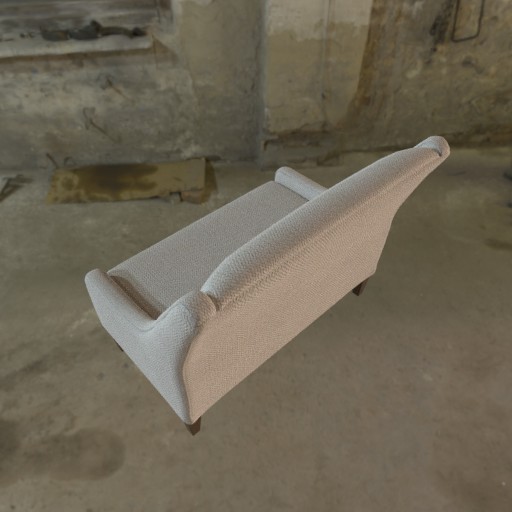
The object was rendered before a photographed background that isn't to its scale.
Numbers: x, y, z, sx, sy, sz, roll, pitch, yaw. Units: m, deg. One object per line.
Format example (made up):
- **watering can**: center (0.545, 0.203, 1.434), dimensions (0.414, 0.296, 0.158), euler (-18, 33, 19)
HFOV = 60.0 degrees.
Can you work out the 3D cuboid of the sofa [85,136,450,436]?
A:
- **sofa**: center (0.000, 0.000, 1.928), dimensions (1.242, 1.022, 0.870), euler (-33, 53, -29)
